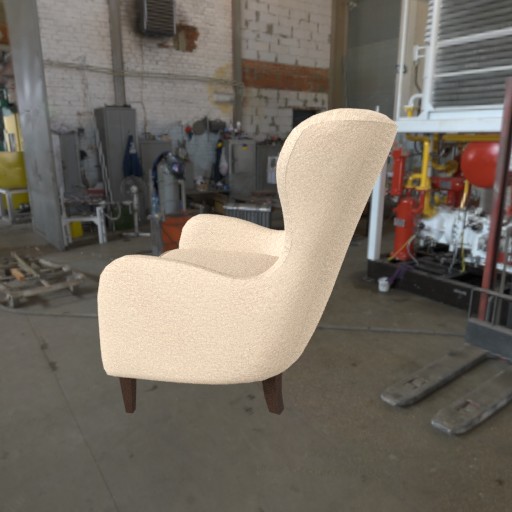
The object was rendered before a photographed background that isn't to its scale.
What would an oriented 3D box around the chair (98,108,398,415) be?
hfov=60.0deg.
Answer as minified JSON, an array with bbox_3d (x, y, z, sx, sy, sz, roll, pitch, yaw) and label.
[{"bbox_3d":[0.000,0.000,1.757,0.984,1.064,0.861,3,15,10],"label":"chair"}]
